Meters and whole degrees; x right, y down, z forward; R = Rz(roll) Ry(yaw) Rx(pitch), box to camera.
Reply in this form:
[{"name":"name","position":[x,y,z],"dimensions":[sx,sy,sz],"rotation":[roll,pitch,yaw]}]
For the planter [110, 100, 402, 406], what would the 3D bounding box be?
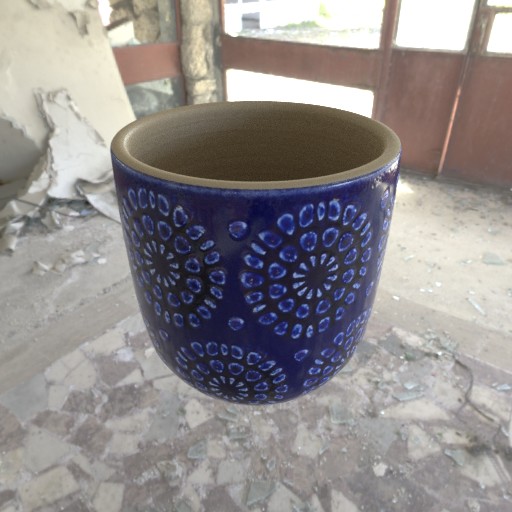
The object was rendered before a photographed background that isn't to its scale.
[{"name":"planter","position":[0.000,0.000,0.198],"dimensions":[0.109,0.112,0.109],"rotation":[0,32,0]}]
